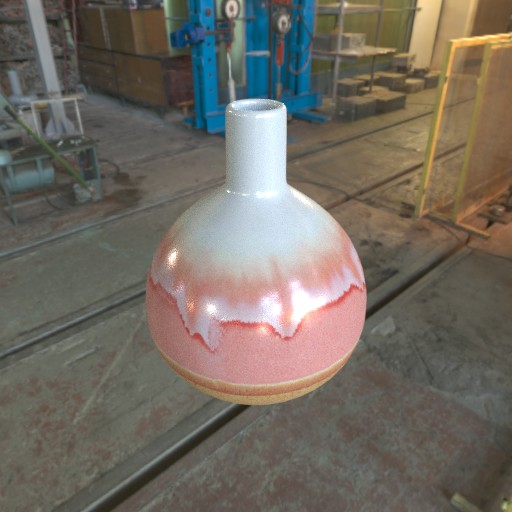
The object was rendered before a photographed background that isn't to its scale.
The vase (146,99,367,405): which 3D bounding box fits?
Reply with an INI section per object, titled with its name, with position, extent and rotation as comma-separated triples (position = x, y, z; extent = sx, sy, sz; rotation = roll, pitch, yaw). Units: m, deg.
[vase]
position = 0.000, 0.000, 0.266
extent = 0.137, 0.176, 0.137
rotation = 0, 31, 0
